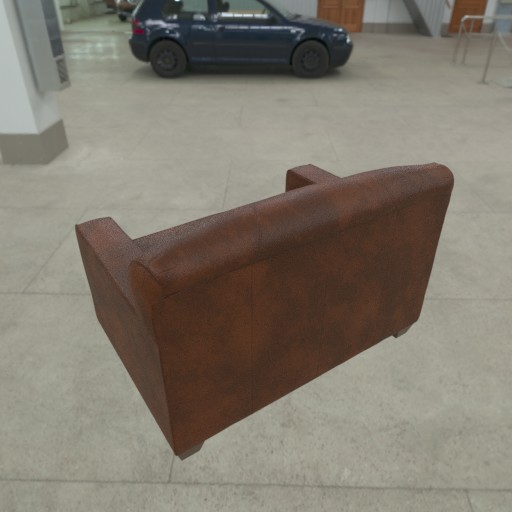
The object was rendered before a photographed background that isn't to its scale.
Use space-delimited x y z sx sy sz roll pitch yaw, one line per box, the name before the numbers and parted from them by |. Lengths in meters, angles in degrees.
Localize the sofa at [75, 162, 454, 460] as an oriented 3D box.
sofa | 0.000 0.000 2.079 1.413 0.956 1.000 -20 37 -28
